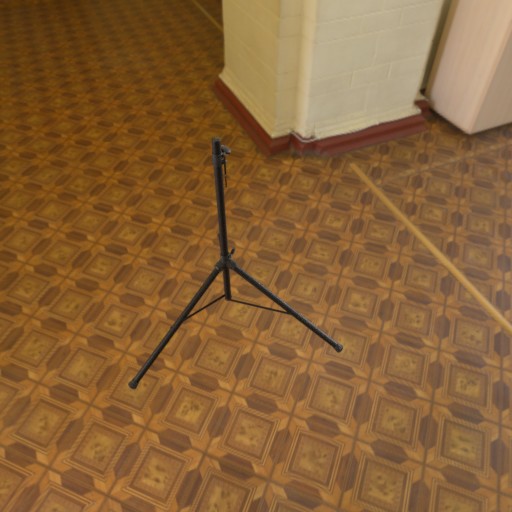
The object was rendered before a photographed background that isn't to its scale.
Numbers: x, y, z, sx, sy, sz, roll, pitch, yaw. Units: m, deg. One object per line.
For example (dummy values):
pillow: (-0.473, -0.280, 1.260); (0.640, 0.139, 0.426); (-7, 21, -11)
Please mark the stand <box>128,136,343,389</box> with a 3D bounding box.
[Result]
stand: (0.000, 0.000, 2.814); (1.339, 1.595, 1.596); (16, 49, 14)
